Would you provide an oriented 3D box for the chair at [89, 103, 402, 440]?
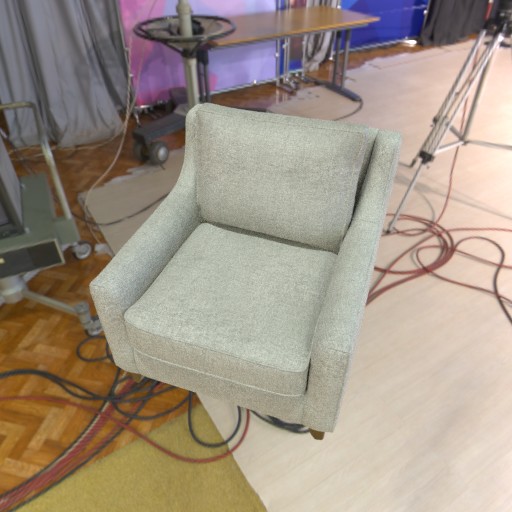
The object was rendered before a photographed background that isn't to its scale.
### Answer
[{"bbox_3d":[0.000,0.000,1.613,0.838,0.864,0.918,13,42,14],"label":"chair"}]
